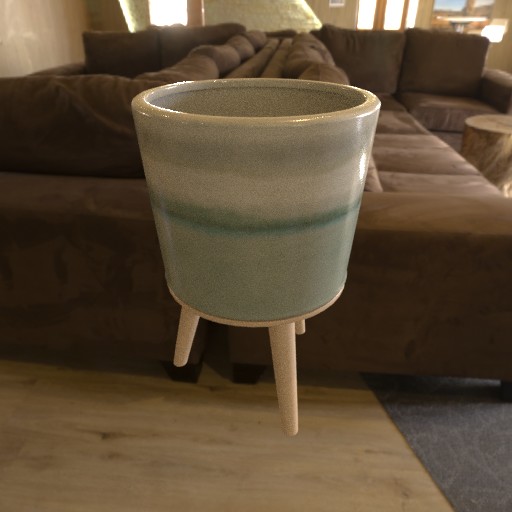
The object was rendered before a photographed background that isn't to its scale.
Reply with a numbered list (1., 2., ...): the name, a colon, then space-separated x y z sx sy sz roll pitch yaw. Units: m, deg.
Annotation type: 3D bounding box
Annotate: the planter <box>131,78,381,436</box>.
1. planter: 0.000 0.000 0.580 0.265 0.404 0.265 11 31 18
